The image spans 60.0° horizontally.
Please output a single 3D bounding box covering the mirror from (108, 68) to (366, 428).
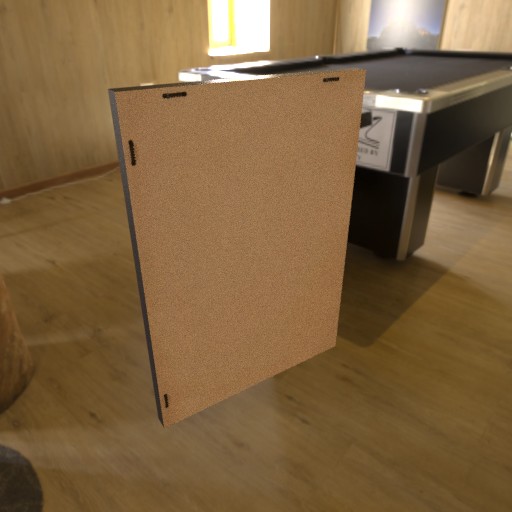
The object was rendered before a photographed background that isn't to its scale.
[{"bbox_3d":[0.000,0.000,0.945,0.507,0.710,0.039,-18,34,-29],"label":"mirror"}]
